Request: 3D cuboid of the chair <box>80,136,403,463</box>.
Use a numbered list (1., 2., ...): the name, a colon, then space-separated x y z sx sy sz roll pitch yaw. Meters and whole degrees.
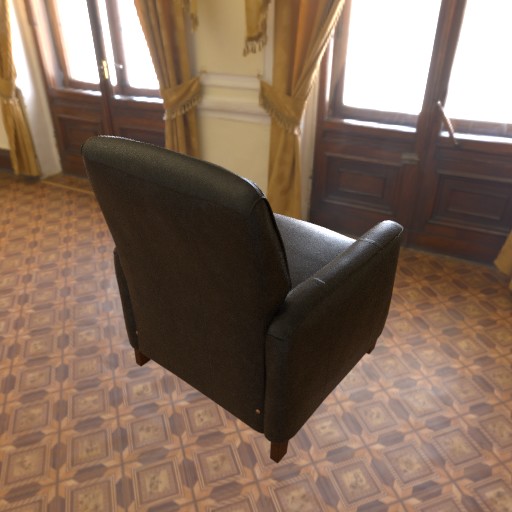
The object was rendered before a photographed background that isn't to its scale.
1. chair: 0.000 0.000 1.650 0.848 1.014 0.864 22 37 33
